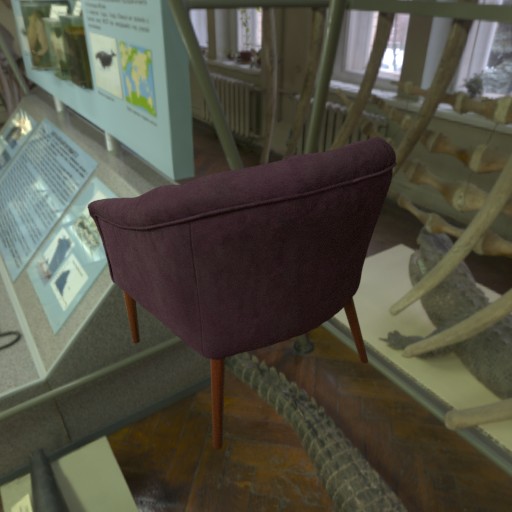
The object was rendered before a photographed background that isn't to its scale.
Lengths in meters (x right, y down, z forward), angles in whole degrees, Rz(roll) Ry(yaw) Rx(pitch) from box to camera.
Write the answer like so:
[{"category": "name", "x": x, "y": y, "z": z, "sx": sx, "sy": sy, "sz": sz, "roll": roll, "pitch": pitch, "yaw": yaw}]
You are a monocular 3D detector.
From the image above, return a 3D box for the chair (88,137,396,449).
[{"category": "chair", "x": 0.000, "y": 0.000, "z": 1.471, "sx": 0.851, "sy": 0.885, "sz": 0.776, "roll": -19, "pitch": 36, "yaw": -29}]
